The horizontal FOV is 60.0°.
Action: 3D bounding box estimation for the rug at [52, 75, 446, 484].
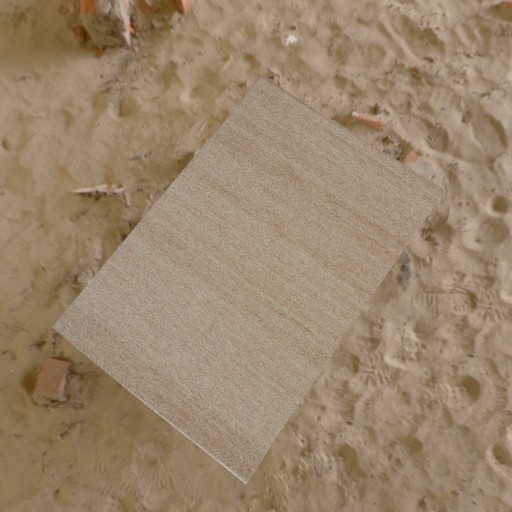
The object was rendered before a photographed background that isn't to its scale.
[{"bbox_3d":[0.000,0.000,2.982,1.574,0.029,2.346,36,79,8],"label":"rug"}]
